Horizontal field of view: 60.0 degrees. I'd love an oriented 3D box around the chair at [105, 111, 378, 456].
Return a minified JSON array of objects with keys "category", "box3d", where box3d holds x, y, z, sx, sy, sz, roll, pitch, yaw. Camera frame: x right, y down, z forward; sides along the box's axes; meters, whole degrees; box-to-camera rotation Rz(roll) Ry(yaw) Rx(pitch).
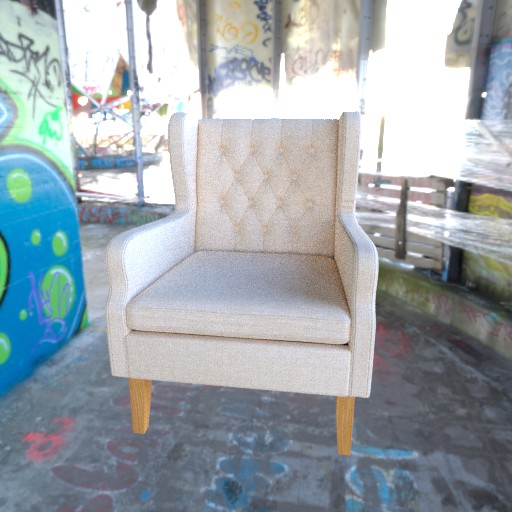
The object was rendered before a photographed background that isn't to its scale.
[{"category":"chair","box3d":[0.000,0.000,1.478,0.710,0.930,0.760,2,16,8]}]
